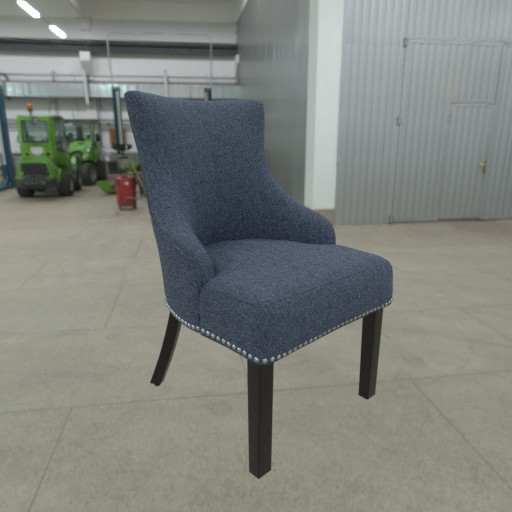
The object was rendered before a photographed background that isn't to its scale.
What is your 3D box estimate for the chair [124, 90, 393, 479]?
[{"bbox_3d":[0.000,0.000,1.291,0.566,0.909,0.629,-14,21,-42],"label":"chair"}]
